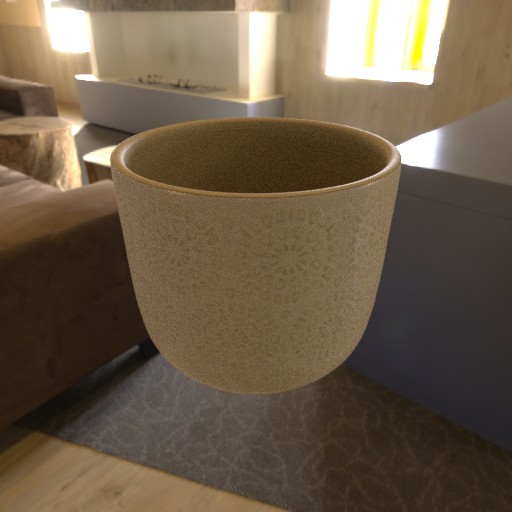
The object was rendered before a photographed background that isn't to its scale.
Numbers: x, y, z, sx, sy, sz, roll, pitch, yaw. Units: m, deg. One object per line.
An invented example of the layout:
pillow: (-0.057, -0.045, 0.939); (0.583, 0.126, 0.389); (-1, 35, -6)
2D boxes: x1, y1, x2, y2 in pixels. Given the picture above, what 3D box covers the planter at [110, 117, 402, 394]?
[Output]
planter: (0.000, 0.000, 0.304); (0.170, 0.152, 0.170); (0, 29, 0)
